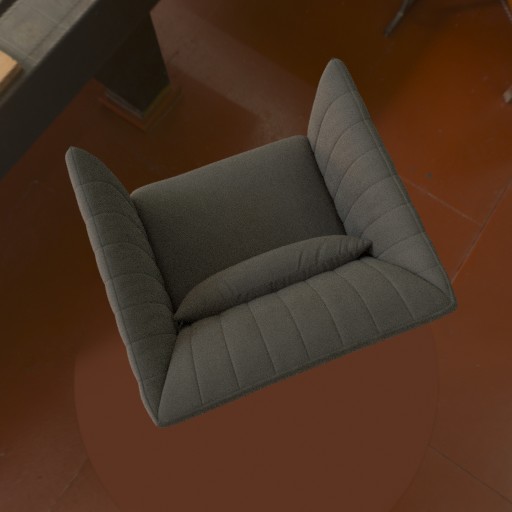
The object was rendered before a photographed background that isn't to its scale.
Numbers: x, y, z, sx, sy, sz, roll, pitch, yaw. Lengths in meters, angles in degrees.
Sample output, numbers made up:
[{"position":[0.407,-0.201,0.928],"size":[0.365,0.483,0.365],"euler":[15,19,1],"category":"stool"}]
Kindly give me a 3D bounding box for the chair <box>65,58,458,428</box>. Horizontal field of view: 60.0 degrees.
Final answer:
[{"position":[0.000,0.000,1.637],"size":[0.981,0.779,0.873],"euler":[-21,77,-5],"category":"chair"}]
